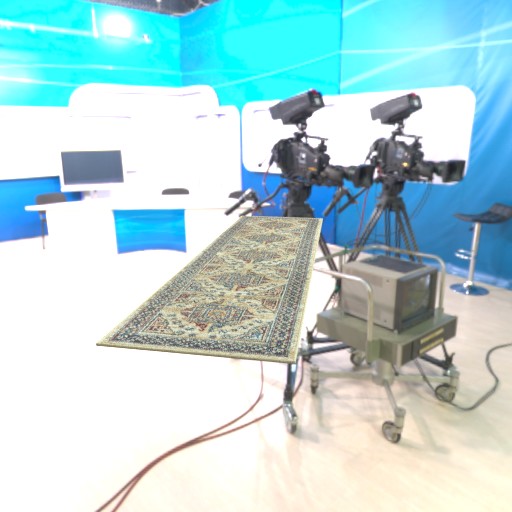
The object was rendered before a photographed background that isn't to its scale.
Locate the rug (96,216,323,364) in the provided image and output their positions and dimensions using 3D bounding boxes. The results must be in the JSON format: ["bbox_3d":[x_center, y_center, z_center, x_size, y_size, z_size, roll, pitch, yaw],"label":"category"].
[{"bbox_3d":[0.000,0.000,2.490,0.661,0.013,2.297,3,16,10],"label":"rug"}]
